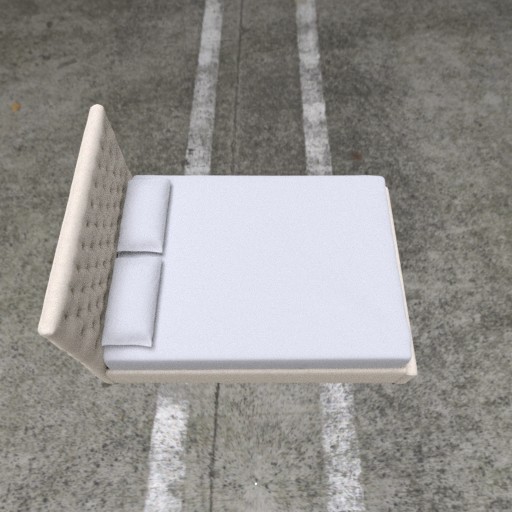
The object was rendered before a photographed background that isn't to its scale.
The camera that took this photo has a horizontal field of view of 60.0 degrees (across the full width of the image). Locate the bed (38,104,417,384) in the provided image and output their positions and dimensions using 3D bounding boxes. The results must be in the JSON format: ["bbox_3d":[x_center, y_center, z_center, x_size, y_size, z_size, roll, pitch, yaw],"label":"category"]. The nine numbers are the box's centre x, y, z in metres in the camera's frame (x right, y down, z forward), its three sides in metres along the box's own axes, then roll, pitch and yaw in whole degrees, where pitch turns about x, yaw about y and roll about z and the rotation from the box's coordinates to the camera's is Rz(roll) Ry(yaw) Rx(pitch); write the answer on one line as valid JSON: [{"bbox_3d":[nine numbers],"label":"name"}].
[{"bbox_3d":[0.000,0.000,3.372,2.387,1.427,1.698,0,63,0],"label":"bed"}]
